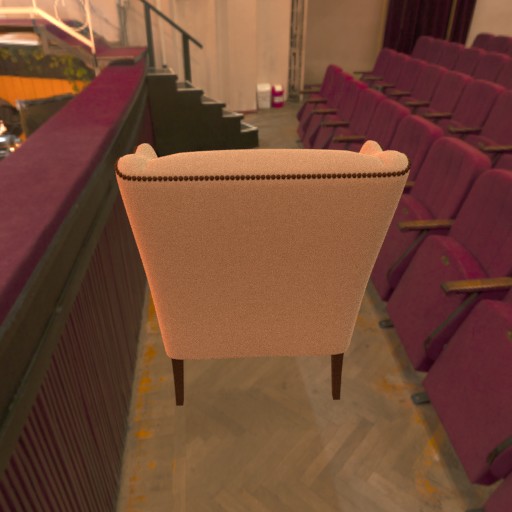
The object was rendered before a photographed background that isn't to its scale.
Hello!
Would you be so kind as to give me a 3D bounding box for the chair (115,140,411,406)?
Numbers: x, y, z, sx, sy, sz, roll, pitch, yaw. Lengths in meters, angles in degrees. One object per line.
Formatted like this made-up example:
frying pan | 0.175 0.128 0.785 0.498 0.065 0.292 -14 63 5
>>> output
chair | 0.000 0.000 1.622 0.737 1.029 0.940 -1 30 -2
